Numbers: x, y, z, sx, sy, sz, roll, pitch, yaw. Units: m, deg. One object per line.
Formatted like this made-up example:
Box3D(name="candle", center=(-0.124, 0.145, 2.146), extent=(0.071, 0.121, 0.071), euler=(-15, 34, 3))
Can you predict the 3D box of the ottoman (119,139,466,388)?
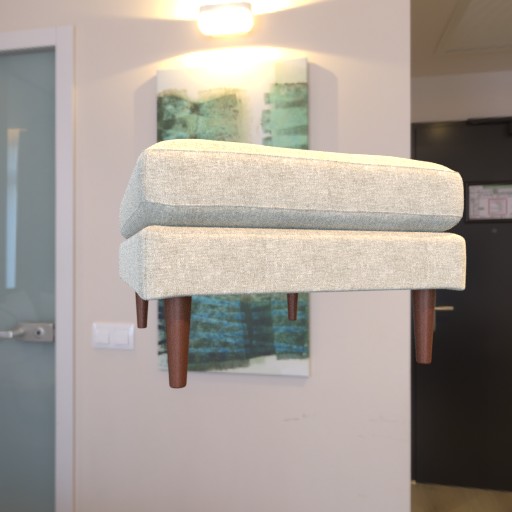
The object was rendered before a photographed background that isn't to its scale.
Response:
Box3D(name="ottoman", center=(0.000, 0.000, 1.223), extent=(0.693, 0.474, 0.821), euler=(0, 0, -19))
